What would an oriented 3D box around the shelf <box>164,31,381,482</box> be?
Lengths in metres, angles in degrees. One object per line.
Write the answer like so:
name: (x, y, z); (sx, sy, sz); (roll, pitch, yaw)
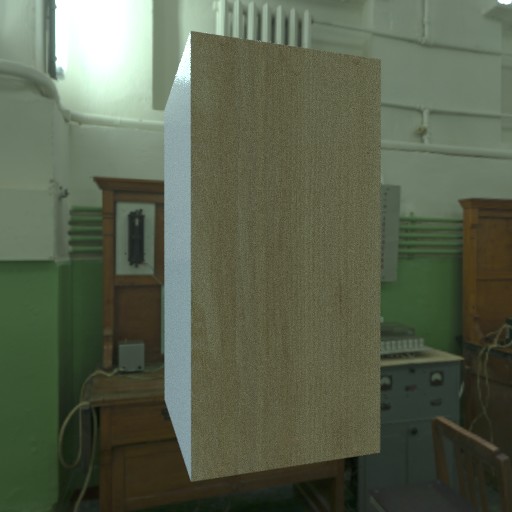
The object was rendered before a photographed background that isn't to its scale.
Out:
shelf: (0.000, 0.000, 0.798); (0.290, 0.600, 0.350); (0, 0, -17)
